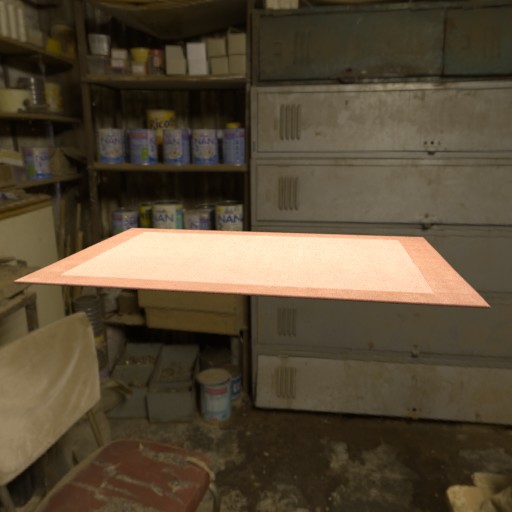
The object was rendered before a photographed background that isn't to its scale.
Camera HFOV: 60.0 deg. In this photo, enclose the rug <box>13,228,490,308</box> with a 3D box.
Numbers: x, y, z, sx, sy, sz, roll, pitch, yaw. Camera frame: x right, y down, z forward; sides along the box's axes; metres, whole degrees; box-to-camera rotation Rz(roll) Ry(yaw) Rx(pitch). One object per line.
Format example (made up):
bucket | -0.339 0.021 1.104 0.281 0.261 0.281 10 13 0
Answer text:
rug | 0.000 0.000 2.959 2.438 0.014 1.524 2 15 9
